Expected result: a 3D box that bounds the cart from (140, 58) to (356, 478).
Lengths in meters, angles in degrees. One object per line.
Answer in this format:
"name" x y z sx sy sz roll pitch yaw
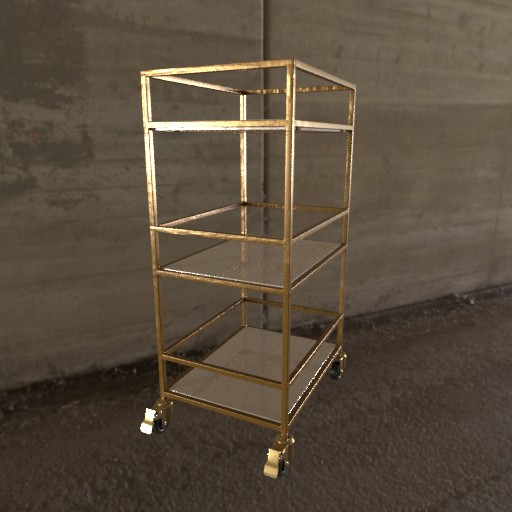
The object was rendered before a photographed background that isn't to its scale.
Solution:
"cart" 0.000 0.000 1.009 0.332 0.761 0.483 7 16 25
